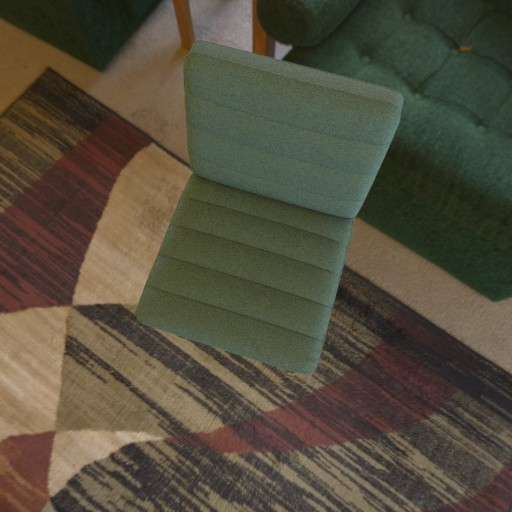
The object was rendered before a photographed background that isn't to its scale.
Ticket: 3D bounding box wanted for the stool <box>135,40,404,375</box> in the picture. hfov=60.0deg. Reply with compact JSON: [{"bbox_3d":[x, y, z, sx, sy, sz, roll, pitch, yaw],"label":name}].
[{"bbox_3d":[0.000,0.000,1.251,0.460,0.940,0.560,17,74,5],"label":"stool"}]
